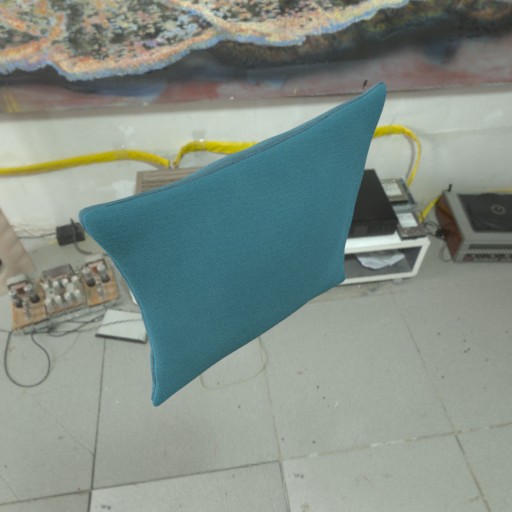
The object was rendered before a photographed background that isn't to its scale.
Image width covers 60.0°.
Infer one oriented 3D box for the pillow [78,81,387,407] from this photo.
[{"bbox_3d":[0.000,0.000,0.656,0.433,0.415,0.151,-30,54,-24],"label":"pillow"}]
